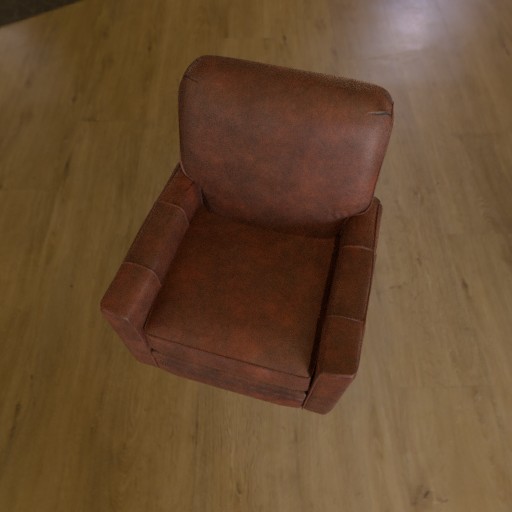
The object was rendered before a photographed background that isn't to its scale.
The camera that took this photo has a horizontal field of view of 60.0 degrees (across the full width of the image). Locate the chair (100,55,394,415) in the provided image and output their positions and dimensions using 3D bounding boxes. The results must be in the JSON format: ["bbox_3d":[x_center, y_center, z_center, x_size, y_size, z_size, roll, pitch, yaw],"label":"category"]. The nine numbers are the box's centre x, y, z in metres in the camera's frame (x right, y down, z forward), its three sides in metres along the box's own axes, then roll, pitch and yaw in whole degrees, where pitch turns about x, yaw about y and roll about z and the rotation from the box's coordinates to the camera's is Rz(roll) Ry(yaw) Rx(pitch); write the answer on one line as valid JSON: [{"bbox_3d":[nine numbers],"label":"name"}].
[{"bbox_3d":[0.000,0.000,1.642,0.843,1.043,0.836,14,60,8],"label":"chair"}]
